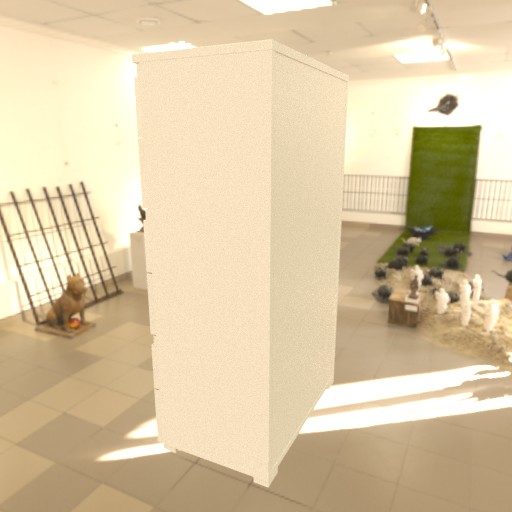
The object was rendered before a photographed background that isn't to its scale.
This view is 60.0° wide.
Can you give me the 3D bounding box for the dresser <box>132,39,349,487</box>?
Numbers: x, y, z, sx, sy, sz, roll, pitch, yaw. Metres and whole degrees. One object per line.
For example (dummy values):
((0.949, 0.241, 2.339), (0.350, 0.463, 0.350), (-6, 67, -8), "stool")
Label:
((0.000, 0.000, 1.498), (0.400, 1.190, 0.650), (7, 16, 25), "dresser")
